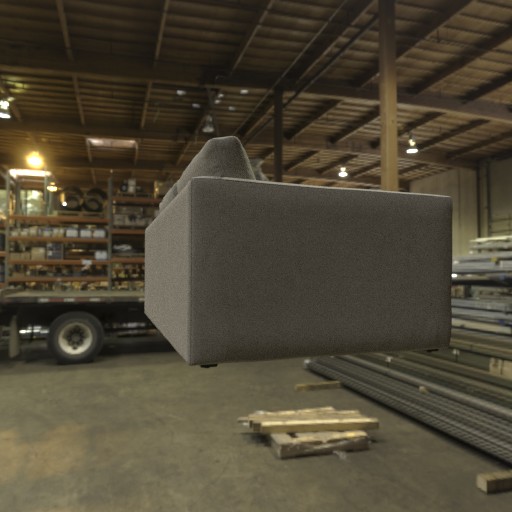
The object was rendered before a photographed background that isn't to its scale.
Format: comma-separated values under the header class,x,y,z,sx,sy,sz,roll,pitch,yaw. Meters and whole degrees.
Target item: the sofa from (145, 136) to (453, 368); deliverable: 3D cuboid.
class,x,y,z,sx,sy,sz,roll,pitch,yaw
sofa,0.000,0.000,2.523,1.091,0.839,1.905,1,-2,-18
